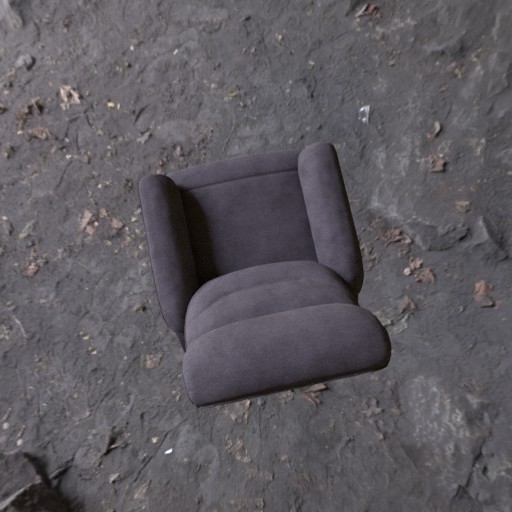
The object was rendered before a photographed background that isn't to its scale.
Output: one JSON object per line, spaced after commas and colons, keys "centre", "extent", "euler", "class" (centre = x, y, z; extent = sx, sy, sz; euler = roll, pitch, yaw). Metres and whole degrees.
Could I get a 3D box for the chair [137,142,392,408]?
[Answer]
{"centre": [0.000, 0.000, 1.777], "extent": [0.830, 1.036, 1.009], "euler": [-12, 76, -3], "class": "chair"}
